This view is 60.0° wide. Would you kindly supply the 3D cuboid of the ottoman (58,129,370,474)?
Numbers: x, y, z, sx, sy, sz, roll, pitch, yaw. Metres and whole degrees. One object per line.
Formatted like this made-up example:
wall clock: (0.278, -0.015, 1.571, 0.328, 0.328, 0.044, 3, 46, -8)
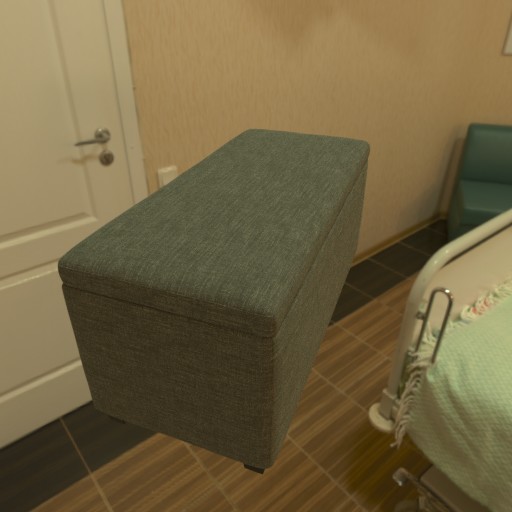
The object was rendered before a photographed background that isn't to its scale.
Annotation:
ottoman: (0.000, 0.000, 1.132, 0.419, 0.432, 0.902, 11, 33, 18)
